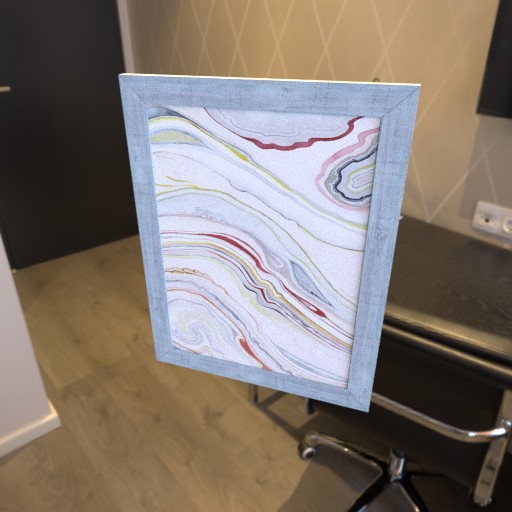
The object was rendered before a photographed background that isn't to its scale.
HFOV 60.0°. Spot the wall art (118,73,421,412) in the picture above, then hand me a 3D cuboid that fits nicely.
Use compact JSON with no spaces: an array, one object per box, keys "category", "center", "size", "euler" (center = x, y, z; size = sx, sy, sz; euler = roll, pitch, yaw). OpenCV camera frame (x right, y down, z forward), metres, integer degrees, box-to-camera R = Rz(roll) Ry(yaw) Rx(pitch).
[{"category":"wall art","center":[0.000,0.000,0.822],"size":[0.481,0.613,0.020],"euler":[9,29,17]}]
